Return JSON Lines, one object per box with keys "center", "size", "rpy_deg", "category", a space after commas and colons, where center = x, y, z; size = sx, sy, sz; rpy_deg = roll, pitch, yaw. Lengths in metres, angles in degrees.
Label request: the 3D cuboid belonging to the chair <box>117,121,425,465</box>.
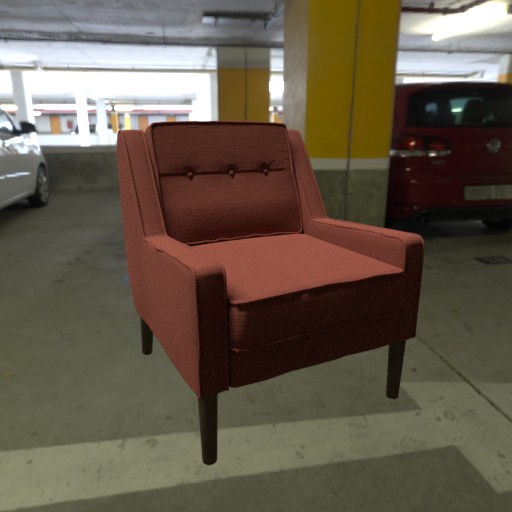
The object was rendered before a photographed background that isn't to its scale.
{"center": [0.000, 0.000, 1.377], "size": [0.680, 0.812, 0.770], "rpy_deg": [-8, 18, -26], "category": "chair"}
